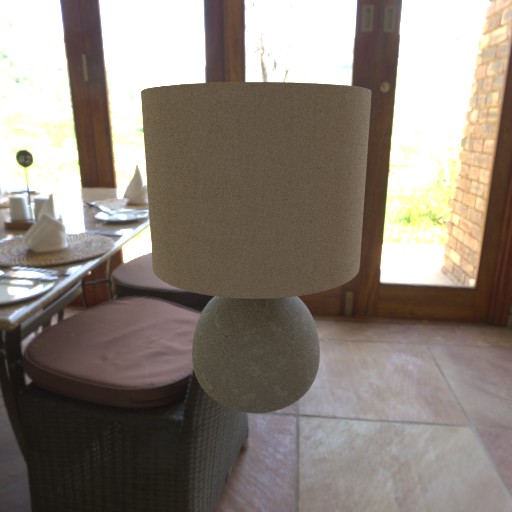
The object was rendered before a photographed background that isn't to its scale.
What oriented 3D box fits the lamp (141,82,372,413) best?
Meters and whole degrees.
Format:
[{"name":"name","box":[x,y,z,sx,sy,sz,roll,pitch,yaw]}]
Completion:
[{"name":"lamp","box":[0.000,0.000,0.589,0.269,0.409,0.269,3,16,9]}]
